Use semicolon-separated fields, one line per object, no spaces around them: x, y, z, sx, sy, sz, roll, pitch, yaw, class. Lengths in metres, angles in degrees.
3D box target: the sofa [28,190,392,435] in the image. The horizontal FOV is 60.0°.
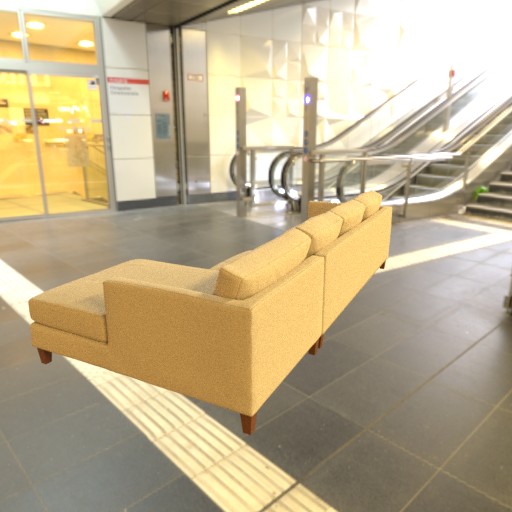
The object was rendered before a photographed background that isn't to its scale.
0.000;0.000;3.767;1.625;0.861;3.186;8;18;26;sofa
